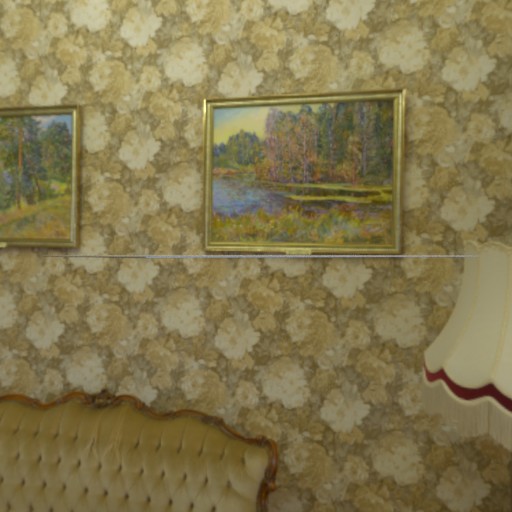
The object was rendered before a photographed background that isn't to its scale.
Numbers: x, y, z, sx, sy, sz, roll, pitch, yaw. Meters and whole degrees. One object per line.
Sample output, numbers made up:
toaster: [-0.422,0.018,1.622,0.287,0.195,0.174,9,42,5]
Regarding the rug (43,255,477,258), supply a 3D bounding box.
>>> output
rug: [0.000,0.000,3.867,2.980,0.012,2.363,0,0,-36]
